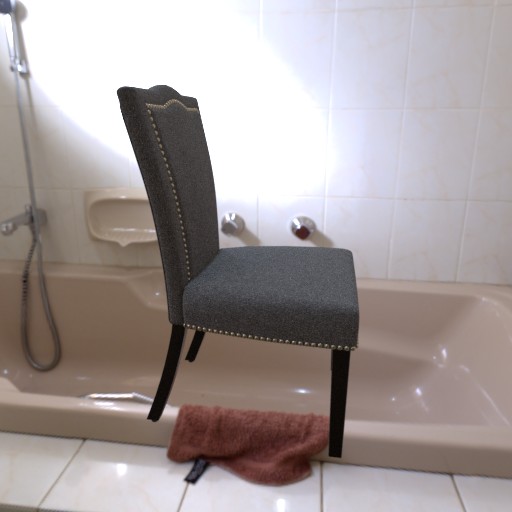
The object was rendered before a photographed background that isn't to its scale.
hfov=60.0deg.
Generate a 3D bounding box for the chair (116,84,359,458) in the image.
[{"bbox_3d":[0.000,0.000,1.297,0.589,0.946,0.518,3,17,10],"label":"chair"}]
